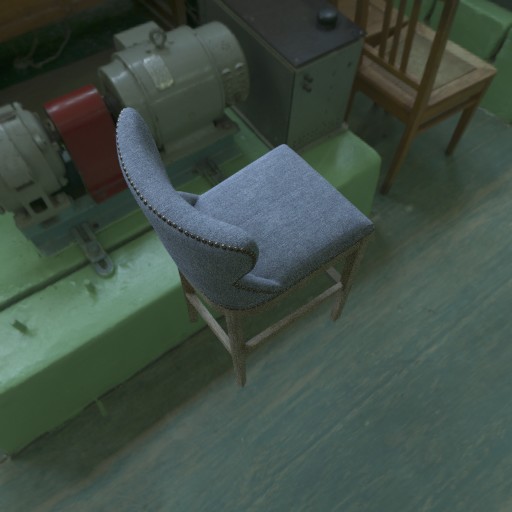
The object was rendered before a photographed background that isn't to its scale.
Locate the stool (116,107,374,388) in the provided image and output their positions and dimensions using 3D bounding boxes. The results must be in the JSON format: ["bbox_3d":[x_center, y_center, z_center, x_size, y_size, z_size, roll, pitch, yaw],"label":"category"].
[{"bbox_3d":[0.000,0.000,1.460,0.606,1.123,0.494,-34,65,-18],"label":"stool"}]
